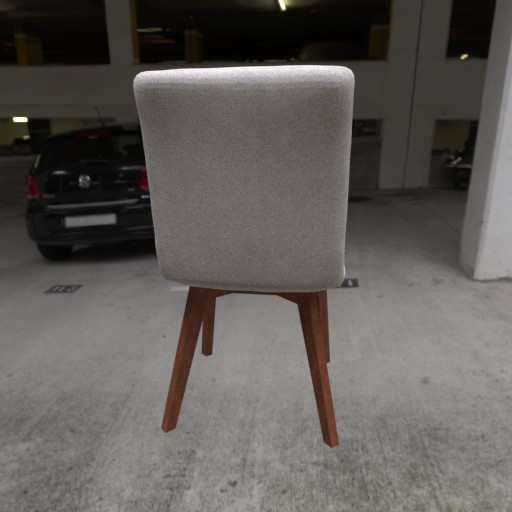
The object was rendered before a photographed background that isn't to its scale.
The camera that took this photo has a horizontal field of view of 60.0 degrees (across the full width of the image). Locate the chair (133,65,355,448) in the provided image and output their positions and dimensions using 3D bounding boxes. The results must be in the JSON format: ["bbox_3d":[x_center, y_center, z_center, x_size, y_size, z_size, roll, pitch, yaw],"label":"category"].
[{"bbox_3d":[0.000,0.000,1.291,0.522,0.974,0.563,2,18,7],"label":"chair"}]
